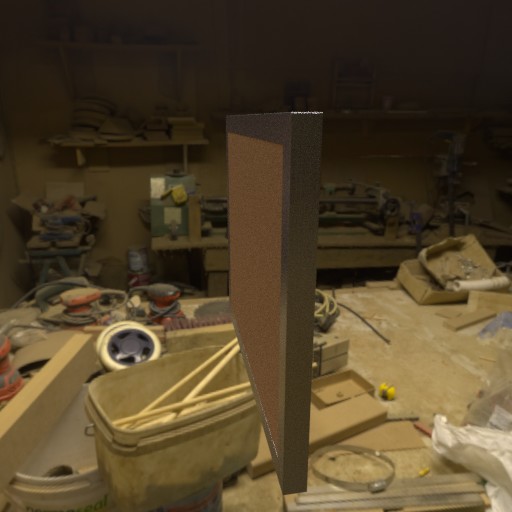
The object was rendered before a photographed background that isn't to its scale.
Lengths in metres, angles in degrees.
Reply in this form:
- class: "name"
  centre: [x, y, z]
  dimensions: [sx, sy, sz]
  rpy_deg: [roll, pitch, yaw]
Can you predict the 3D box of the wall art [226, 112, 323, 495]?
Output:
- class: "wall art"
  centre: [0.000, 0.000, 0.752]
  dimensions: [0.032, 0.456, 0.557]
  rpy_deg: [-3, 17, -10]
